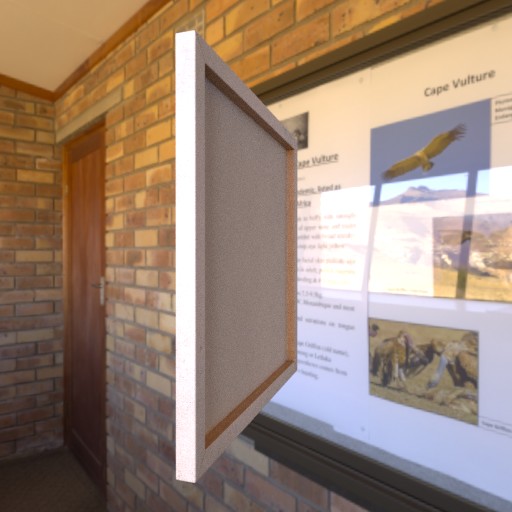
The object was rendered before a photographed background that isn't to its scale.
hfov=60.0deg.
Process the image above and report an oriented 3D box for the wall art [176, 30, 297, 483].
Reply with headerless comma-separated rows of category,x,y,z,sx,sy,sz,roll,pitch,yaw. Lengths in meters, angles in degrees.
wall art,0.000,0.000,1.111,0.038,0.762,0.762,0,0,18
